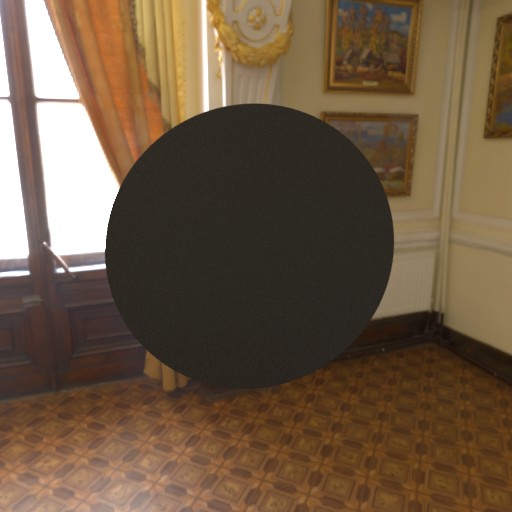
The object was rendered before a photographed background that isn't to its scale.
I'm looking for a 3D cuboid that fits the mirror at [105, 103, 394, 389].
[{"bbox_3d":[0.000,0.000,1.651,1.077,1.077,0.036,-2,14,-9],"label":"mirror"}]
